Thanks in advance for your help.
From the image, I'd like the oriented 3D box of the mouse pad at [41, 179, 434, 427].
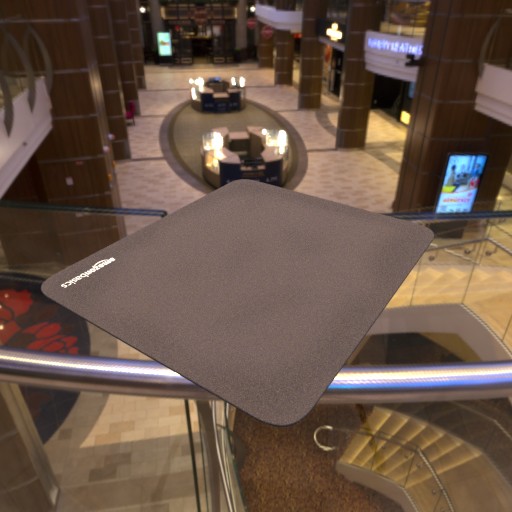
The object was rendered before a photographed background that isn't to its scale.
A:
[{"bbox_3d":[0.000,0.000,0.438,0.269,0.002,0.315,20,37,29],"label":"mouse pad"}]
